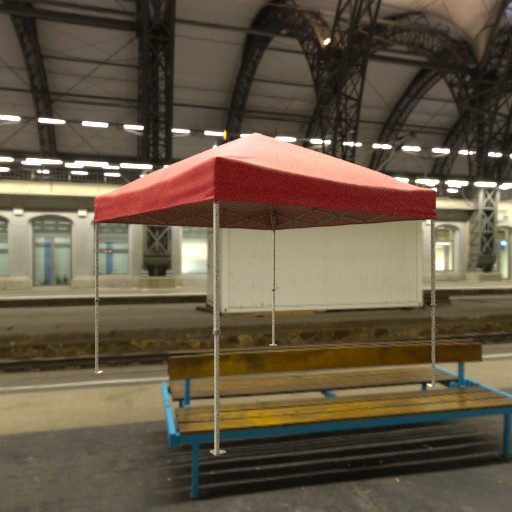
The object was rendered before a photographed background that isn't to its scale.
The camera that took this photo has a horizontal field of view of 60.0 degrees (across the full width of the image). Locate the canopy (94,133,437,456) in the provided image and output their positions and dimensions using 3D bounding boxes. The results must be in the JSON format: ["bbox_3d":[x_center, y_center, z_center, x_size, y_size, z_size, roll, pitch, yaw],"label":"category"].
[{"bbox_3d":[0.000,0.000,5.398,2.998,2.997,2.996,0,0,-37],"label":"canopy"}]
